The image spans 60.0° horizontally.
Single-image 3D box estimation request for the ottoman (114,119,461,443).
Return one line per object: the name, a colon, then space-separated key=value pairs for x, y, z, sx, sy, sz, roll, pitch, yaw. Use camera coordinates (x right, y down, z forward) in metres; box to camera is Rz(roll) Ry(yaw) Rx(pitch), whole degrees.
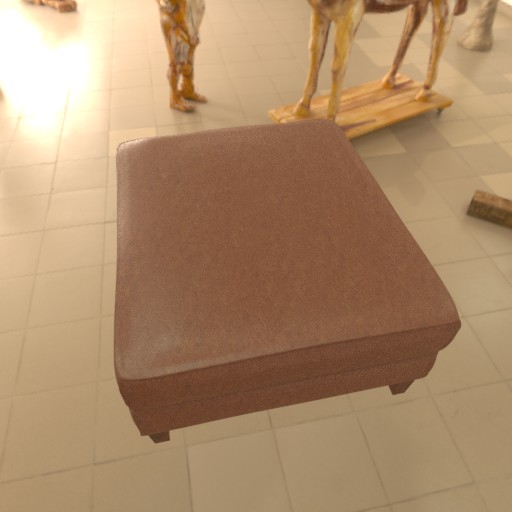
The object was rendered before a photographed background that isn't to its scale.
ottoman: x=0.000 y=0.000 z=1.450 sx=0.836 sy=0.472 sz=0.987 roll=-9 pitch=47 yaw=-8
